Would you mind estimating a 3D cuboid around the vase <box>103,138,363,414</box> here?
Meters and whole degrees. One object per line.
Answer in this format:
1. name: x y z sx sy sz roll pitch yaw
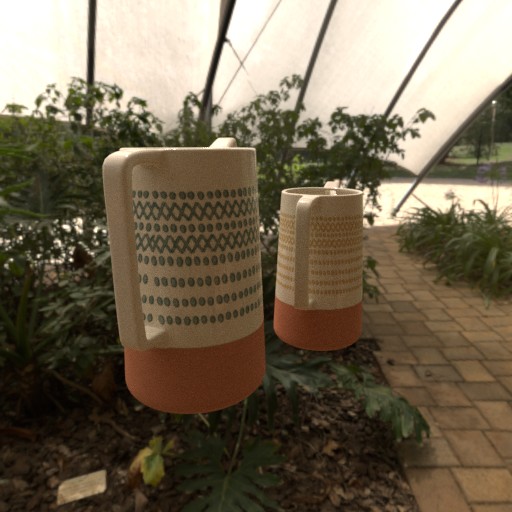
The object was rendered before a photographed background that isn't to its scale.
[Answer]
1. vase: 0.000 0.000 0.478 0.326 0.247 0.168 -7 16 -27
